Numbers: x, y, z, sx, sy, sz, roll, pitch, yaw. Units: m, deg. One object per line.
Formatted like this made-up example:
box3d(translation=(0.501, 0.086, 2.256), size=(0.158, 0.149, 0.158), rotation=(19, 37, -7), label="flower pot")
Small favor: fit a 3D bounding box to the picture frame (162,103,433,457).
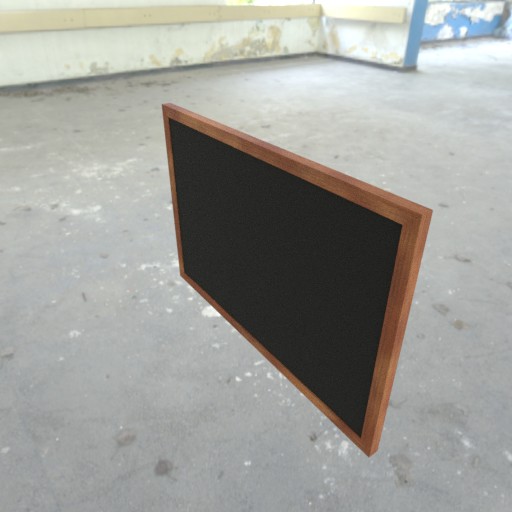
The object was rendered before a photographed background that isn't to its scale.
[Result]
box3d(translation=(0.000, 0.000, 1.217), size=(0.029, 0.640, 0.950), rotation=(-21, 37, -30), label="picture frame")
